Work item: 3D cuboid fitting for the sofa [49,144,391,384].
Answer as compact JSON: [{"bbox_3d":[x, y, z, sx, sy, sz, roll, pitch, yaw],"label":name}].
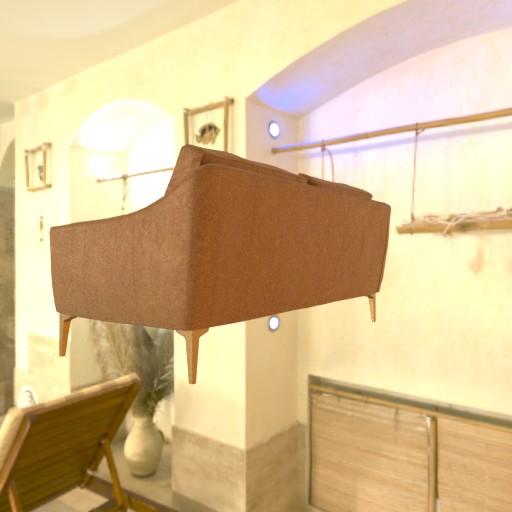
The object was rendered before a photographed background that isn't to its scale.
[{"bbox_3d":[0.000,0.000,2.622,0.981,0.945,2.036,1,1,37],"label":"sofa"}]
